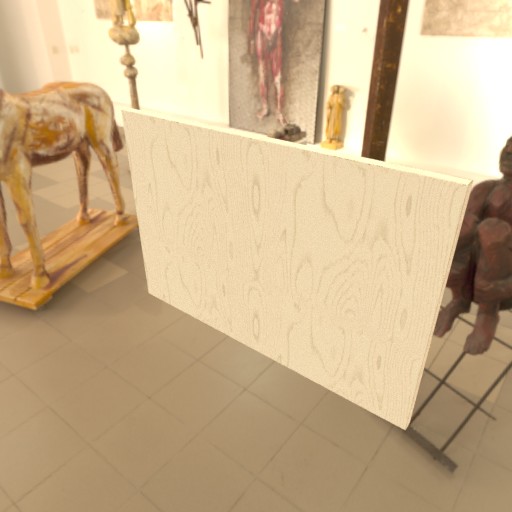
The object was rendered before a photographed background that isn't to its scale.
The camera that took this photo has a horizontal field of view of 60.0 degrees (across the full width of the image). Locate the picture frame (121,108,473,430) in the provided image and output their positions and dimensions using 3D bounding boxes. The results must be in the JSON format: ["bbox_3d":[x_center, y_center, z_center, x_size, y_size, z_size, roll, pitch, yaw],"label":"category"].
[{"bbox_3d":[0.000,0.000,1.188,0.950,0.640,0.029,21,37,32],"label":"picture frame"}]
